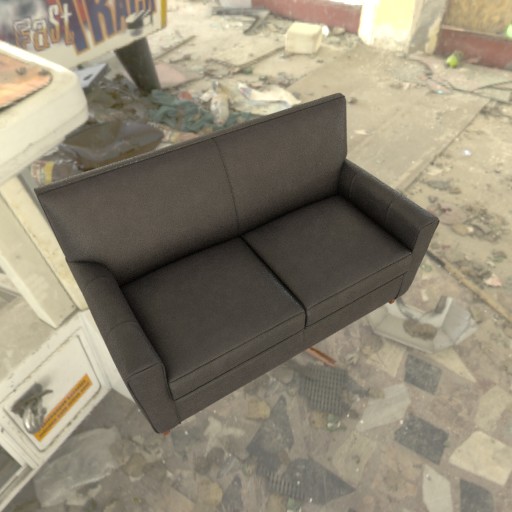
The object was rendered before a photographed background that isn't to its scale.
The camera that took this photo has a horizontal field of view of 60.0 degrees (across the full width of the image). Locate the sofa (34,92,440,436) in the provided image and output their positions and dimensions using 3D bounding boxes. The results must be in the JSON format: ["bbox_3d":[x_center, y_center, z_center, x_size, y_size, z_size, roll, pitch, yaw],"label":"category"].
[{"bbox_3d":[0.000,0.000,2.000,1.473,0.871,0.787,-24,50,-22],"label":"sofa"}]
